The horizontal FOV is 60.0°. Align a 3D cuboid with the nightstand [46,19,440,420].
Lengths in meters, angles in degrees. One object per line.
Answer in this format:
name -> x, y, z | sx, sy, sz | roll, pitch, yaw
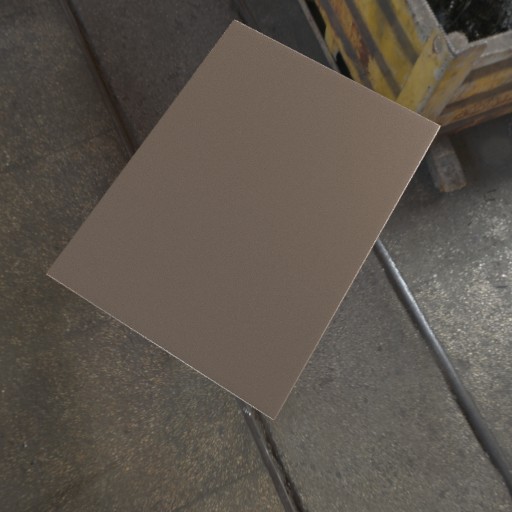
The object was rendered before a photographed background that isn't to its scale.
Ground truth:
nightstand -> 0.000, 0.000, 0.727 | 0.288, 0.508, 0.370 | 31, 78, 7
